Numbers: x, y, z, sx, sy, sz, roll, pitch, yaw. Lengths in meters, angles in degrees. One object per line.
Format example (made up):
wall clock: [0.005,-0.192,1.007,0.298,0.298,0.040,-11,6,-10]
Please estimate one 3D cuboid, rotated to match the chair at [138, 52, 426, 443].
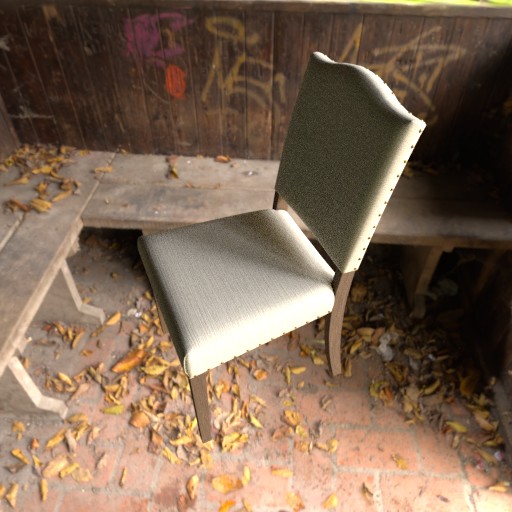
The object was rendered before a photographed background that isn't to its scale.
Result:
chair: [0.000,0.000,1.322,0.619,1.015,0.508,-17,47,-17]
